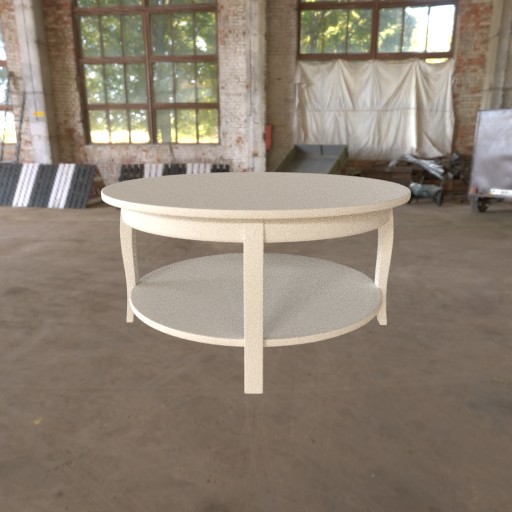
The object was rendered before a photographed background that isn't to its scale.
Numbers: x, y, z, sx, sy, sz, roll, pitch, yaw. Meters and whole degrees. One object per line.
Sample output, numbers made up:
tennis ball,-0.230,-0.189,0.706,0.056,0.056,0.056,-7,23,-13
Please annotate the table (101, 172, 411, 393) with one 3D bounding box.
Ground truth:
table,0.000,0.000,1.435,0.910,0.457,0.910,0,16,0
